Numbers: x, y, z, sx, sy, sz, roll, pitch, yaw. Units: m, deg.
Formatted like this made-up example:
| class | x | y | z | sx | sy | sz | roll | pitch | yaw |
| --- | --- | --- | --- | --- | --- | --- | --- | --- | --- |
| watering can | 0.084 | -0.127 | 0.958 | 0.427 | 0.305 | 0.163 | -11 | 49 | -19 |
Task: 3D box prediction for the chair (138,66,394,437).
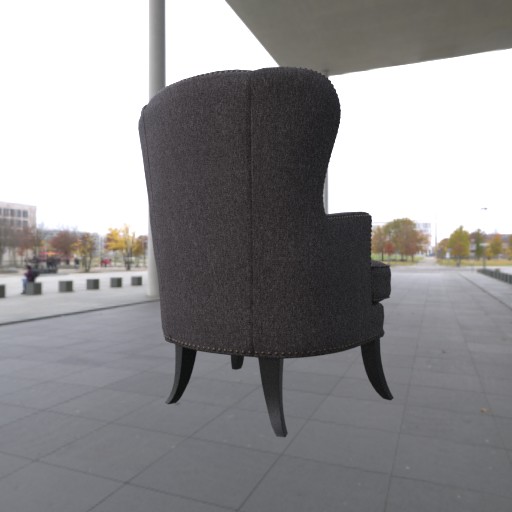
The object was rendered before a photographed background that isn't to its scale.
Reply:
| class | x | y | z | sx | sy | sz | roll | pitch | yaw |
| --- | --- | --- | --- | --- | --- | --- | --- | --- | --- |
| chair | 0.000 | 0.000 | 1.601 | 0.759 | 1.060 | 0.758 | 0 | 0 | 37 |
